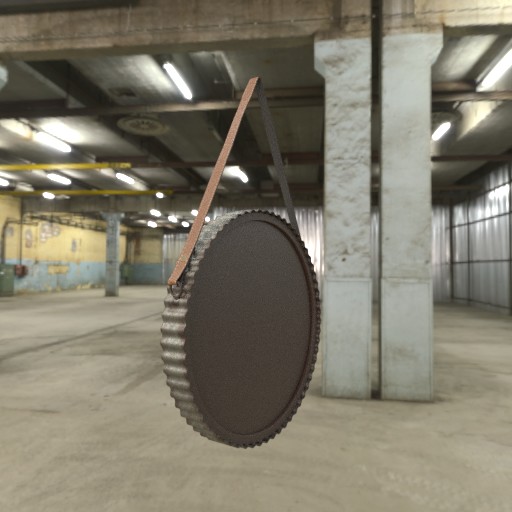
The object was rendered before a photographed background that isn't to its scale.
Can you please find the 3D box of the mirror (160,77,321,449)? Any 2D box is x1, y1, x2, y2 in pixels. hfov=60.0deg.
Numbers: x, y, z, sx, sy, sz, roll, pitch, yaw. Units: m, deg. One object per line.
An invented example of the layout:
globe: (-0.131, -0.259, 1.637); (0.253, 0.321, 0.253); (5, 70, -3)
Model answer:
mirror: (0.000, 0.000, 0.694); (0.042, 0.568, 0.355); (-2, -3, 36)
